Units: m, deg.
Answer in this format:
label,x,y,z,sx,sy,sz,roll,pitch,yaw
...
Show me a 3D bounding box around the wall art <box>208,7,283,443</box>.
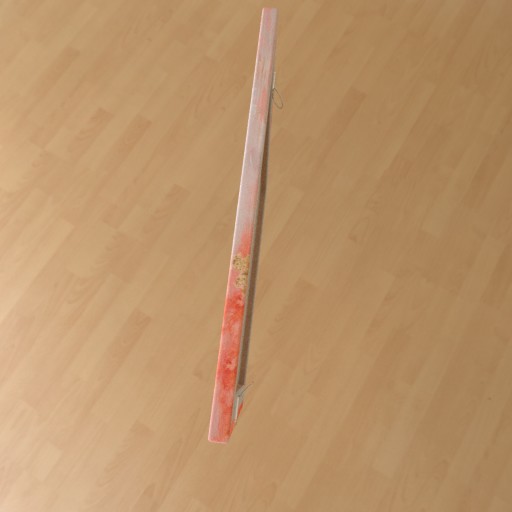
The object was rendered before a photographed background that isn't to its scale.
label,x,y,z,sx,sy,sz,roll,pitch,yaw
wall art,0.000,0.000,1.266,0.066,0.878,0.878,6,75,2
